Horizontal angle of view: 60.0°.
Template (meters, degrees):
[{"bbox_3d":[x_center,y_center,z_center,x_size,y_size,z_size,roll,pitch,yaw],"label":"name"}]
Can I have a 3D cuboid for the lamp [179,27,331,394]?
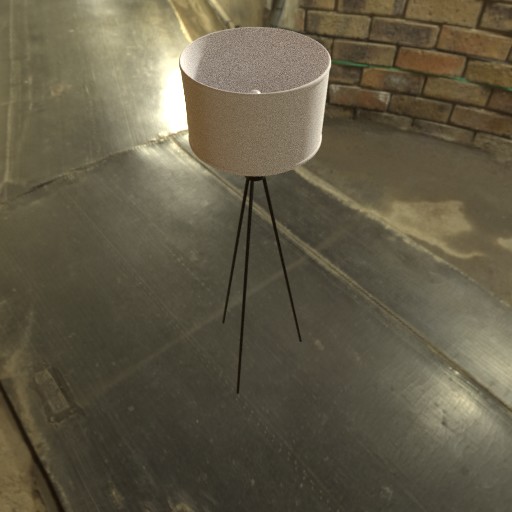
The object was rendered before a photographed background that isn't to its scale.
[{"bbox_3d":[0.000,0.000,1.750,0.448,1.545,0.458,9,48,8],"label":"lamp"}]
